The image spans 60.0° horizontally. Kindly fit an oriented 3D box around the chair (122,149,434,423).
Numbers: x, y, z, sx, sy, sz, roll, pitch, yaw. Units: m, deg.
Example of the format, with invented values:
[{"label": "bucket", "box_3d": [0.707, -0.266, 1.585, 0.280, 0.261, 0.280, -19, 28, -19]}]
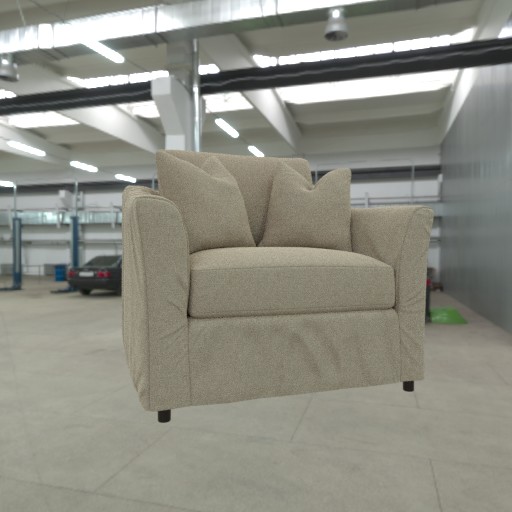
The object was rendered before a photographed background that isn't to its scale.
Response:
[{"label": "chair", "box_3d": [0.000, 0.000, 2.106, 1.194, 1.093, 1.071, 0, 1, -19]}]
